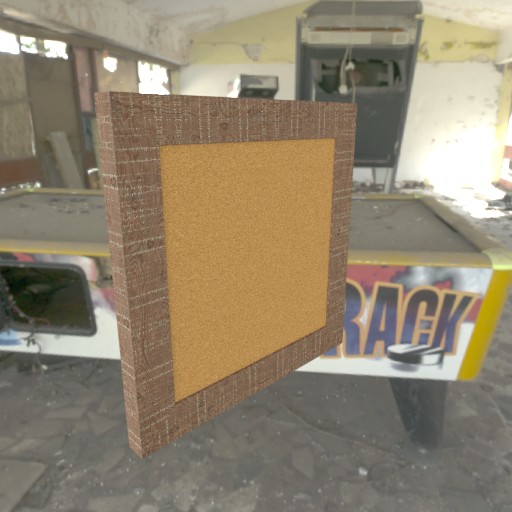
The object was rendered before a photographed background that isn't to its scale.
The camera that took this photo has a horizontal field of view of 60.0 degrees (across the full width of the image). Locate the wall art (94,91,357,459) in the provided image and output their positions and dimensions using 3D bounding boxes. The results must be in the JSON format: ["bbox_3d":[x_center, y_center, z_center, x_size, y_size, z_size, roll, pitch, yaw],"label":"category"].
[{"bbox_3d":[0.000,0.000,0.796,0.531,0.531,0.040,-16,23,-42],"label":"wall art"}]
